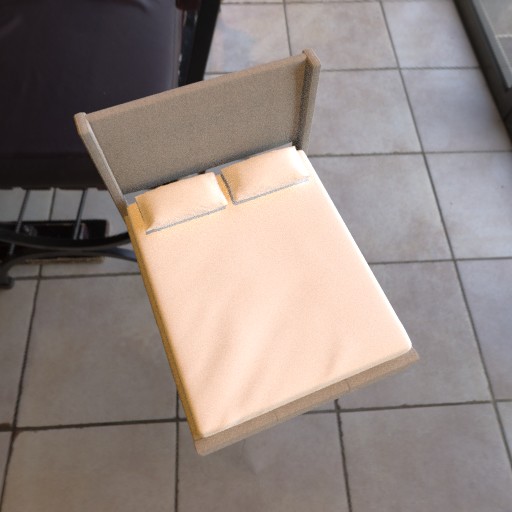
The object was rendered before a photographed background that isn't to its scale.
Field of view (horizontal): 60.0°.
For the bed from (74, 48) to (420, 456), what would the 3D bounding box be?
[{"bbox_3d":[0.000,0.000,3.341,1.774,1.491,2.222,-20,65,-9],"label":"bed"}]
